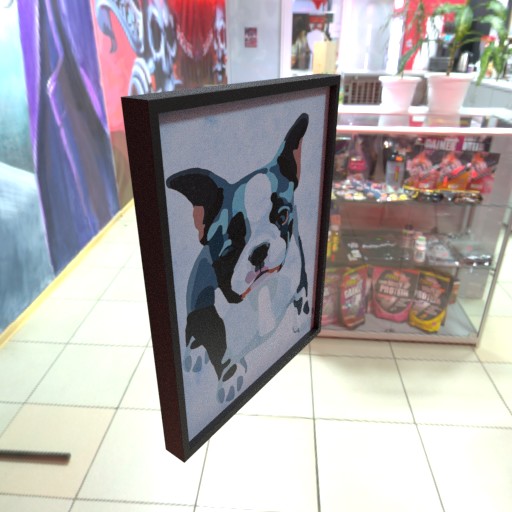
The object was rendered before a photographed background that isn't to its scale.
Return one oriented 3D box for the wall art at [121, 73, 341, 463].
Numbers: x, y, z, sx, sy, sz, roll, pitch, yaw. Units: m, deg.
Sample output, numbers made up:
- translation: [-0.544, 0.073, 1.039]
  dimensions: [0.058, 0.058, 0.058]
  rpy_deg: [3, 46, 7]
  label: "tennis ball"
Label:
- translation: [0.000, 0.000, 0.506]
  dimensions: [0.030, 0.369, 0.294]
  rpy_deg: [18, 32, 33]
  label: "wall art"
